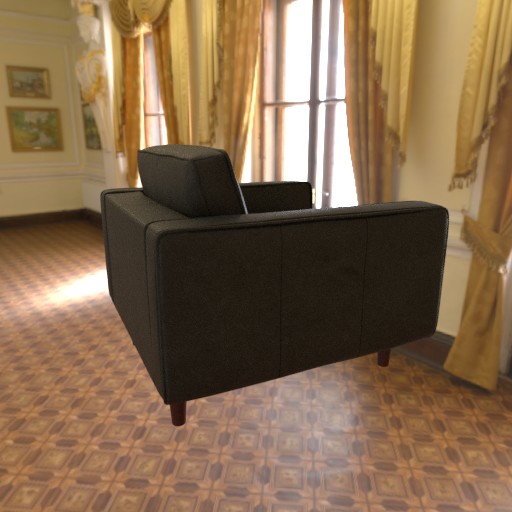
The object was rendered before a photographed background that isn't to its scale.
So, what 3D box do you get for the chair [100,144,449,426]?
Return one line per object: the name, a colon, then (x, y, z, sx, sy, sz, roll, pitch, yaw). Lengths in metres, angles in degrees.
chair: (0.000, 0.000, 1.561, 0.914, 0.763, 0.889, -7, 17, -25)
